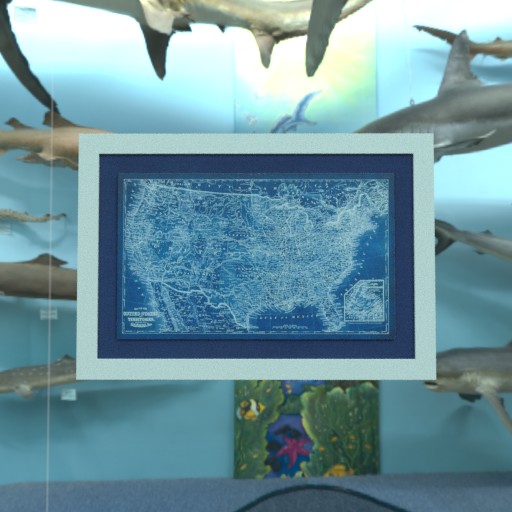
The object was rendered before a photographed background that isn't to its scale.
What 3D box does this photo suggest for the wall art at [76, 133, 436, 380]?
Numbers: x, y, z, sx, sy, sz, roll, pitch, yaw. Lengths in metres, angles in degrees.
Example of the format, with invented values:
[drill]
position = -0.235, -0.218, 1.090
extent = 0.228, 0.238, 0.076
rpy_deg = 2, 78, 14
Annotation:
[wall art]
position = 0.000, 0.000, 1.648
extent = 1.308, 0.902, 0.051
rpy_deg = 0, -2, 0
